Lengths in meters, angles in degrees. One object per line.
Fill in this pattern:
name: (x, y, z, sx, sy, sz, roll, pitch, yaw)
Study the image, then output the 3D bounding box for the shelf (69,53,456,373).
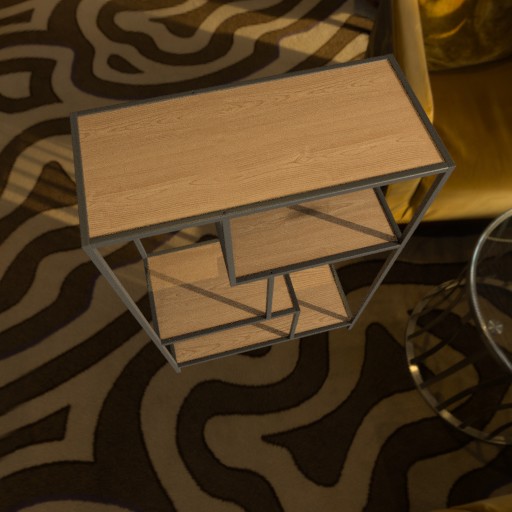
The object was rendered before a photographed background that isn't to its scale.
shelf: (0.000, 0.000, 1.465, 0.770, 1.138, 0.350, -13, 64, -6)
